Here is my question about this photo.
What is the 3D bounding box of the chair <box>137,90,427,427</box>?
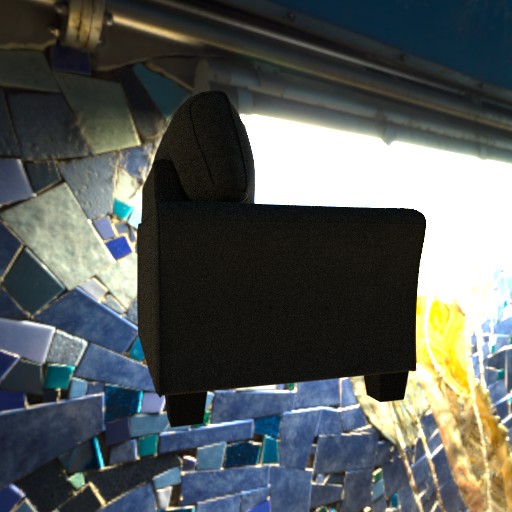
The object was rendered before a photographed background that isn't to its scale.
[{"bbox_3d":[0.000,0.000,1.645,0.816,0.890,0.941,0,0,-18],"label":"chair"}]
